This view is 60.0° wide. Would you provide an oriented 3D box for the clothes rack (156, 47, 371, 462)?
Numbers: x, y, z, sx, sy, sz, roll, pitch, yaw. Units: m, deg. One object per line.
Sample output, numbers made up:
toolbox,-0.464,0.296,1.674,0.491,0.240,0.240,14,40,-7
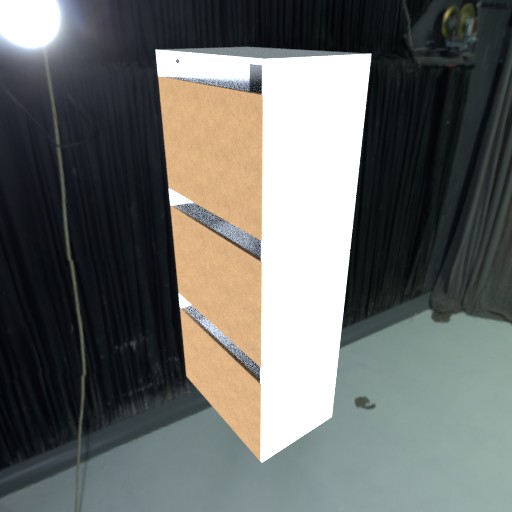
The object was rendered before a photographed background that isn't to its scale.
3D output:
clothes rack,0.000,0.000,1.416,0.330,1.187,0.500,-19,33,-32
